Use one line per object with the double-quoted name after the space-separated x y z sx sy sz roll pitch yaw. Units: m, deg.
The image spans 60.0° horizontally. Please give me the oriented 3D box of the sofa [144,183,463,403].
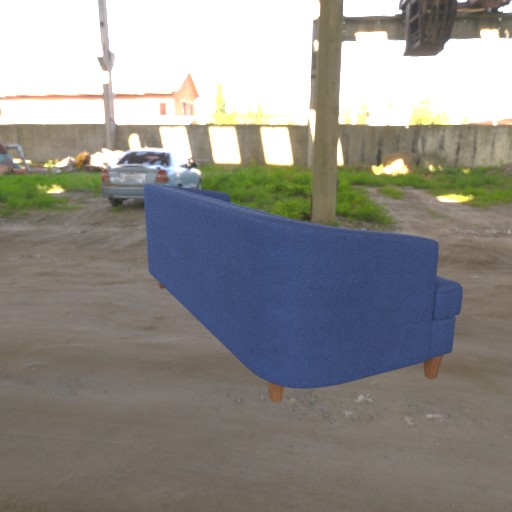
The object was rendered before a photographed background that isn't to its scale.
0.000 0.000 2.697 0.914 0.787 2.235 -7 15 -26 "sofa"
